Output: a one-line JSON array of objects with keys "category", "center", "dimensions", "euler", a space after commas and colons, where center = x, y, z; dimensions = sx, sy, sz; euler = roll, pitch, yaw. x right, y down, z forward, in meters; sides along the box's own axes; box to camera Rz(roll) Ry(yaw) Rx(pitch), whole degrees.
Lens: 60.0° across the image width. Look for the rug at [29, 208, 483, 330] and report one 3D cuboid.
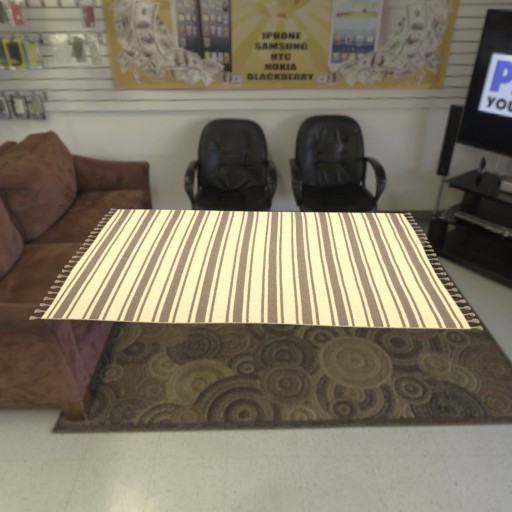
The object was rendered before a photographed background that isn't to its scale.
[{"category": "rug", "center": [0.000, 0.000, 2.540], "dimensions": [2.096, 0.011, 1.229], "euler": [1, 31, 2]}]
